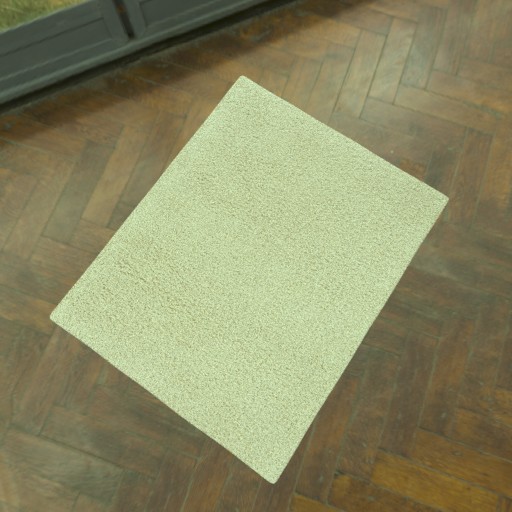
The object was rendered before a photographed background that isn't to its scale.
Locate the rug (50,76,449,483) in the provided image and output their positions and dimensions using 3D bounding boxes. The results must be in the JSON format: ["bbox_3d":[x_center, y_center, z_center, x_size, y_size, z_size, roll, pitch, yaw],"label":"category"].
[{"bbox_3d":[0.000,0.000,4.125,2.438,0.029,3.047,33,78,8],"label":"rug"}]
